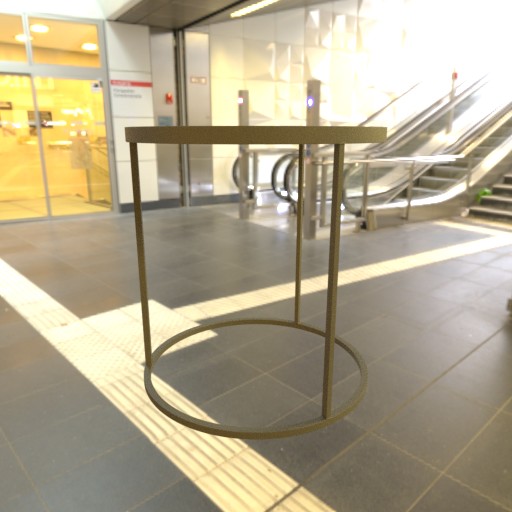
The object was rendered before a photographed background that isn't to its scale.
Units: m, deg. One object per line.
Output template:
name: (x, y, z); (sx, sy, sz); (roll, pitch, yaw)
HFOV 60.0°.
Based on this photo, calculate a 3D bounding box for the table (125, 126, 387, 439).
table: (0.000, 0.000, 0.891); (0.470, 0.498, 0.470); (0, 16, 0)
